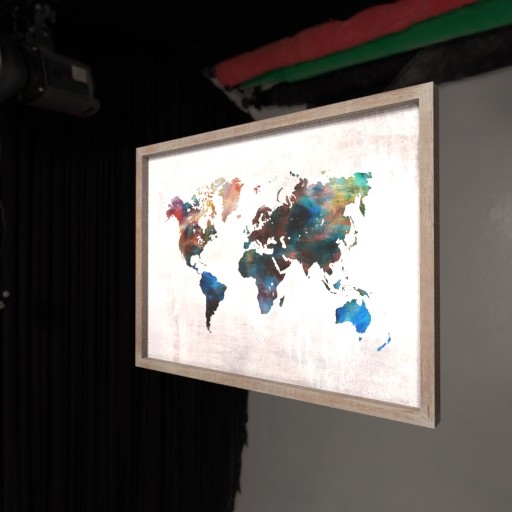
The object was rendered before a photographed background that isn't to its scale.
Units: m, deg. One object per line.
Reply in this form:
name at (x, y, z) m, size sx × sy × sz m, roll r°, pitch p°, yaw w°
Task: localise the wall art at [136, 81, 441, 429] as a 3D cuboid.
wall art at (0.000, 0.000, 1.700) m, size 1.320 × 1.009 × 0.070 m, roll 0°, pitch -1°, yaw 36°
